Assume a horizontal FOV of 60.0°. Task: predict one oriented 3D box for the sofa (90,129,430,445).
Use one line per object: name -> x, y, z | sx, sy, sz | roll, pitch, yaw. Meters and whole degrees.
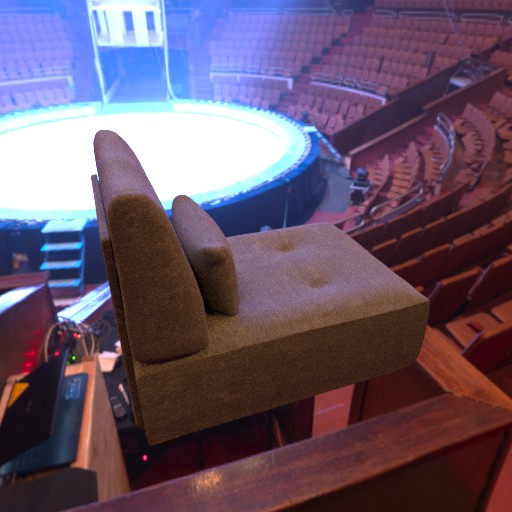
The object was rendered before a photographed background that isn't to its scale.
sofa -> 0.000, 0.000, 1.568 | 1.000, 0.820, 0.700 | -10, 31, -18
